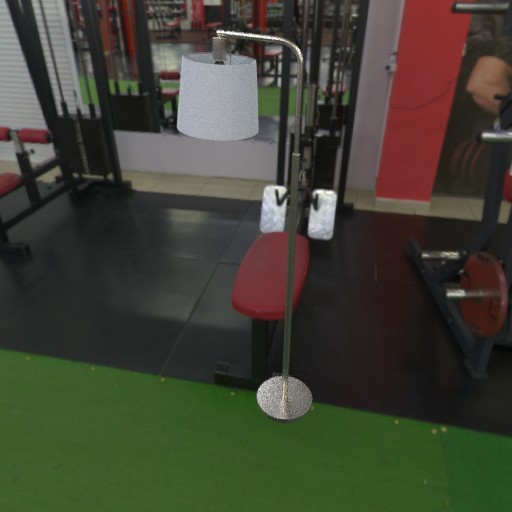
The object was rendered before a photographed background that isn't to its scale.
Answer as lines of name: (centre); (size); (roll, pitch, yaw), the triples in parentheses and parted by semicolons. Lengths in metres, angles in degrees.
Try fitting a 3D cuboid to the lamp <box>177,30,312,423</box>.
lamp: (0.000, 0.000, 1.626); (0.508, 1.478, 0.254); (8, 32, 12)
